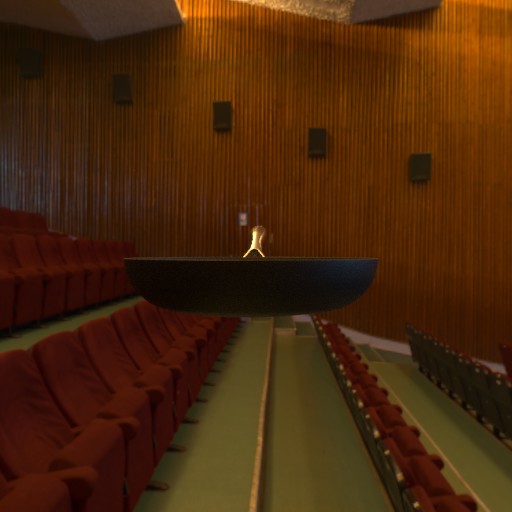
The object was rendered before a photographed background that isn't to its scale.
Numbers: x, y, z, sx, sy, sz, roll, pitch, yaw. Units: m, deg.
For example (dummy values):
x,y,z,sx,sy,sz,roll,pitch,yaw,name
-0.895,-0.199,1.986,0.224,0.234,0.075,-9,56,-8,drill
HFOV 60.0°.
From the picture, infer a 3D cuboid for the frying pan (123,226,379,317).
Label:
x,y,z,sx,sy,sz,roll,pitch,yaw,name
0.000,0.000,0.569,0.255,0.105,0.472,0,0,3,frying pan
